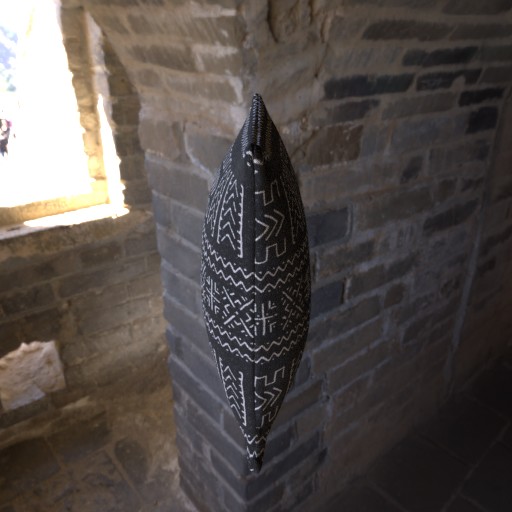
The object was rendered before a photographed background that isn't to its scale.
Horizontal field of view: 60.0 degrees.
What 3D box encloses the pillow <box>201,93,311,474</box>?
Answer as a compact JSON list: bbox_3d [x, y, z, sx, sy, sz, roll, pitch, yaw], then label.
[{"bbox_3d":[0.000,0.000,0.677,0.164,0.430,0.438,0,26,1],"label":"pillow"}]
